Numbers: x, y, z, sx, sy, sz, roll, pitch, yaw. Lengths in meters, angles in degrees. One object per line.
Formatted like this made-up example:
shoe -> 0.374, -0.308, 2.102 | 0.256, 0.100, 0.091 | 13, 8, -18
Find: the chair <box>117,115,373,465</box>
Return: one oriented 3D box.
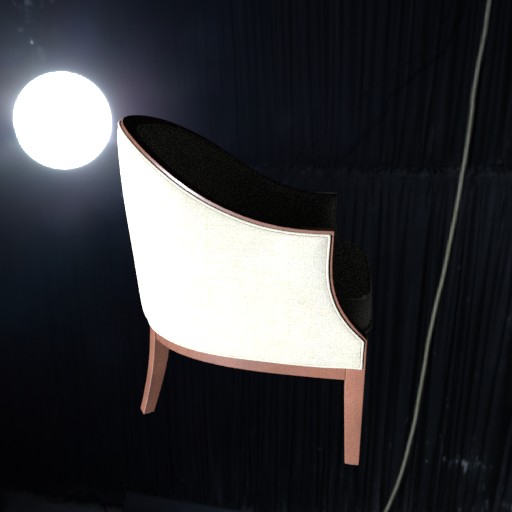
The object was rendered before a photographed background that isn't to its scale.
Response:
chair -> 0.000, 0.000, 1.437 | 0.735, 0.876, 0.803 | 3, 15, 10
